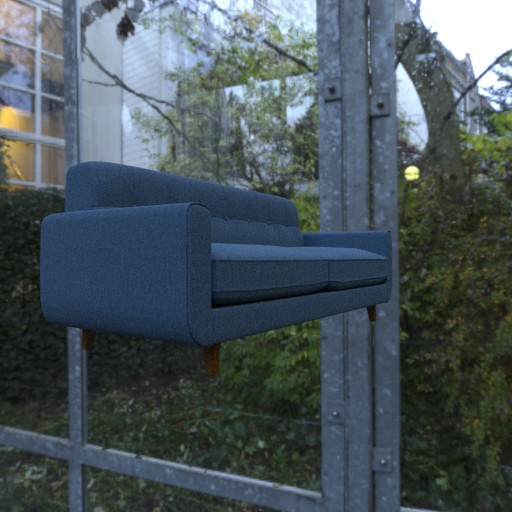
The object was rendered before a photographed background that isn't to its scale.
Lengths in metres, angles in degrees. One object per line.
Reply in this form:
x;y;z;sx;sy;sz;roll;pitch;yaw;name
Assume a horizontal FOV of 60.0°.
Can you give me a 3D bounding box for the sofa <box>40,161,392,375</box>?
0.000;0.000;2.554;0.942;0.884;2.055;0;0;35;sofa
